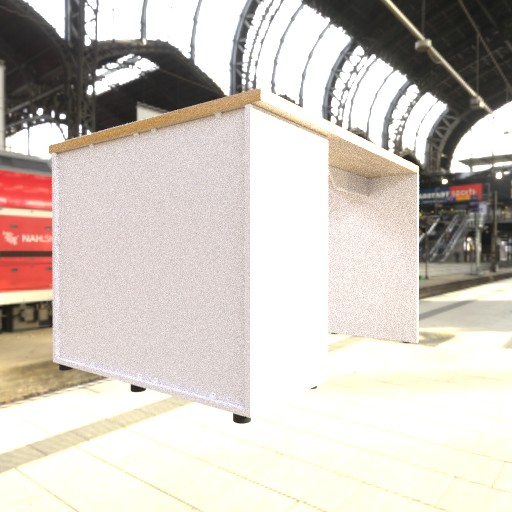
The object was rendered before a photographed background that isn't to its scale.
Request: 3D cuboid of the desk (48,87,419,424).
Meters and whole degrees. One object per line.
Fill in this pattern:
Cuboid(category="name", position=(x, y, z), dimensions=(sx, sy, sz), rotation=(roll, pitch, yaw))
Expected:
Cuboid(category="desk", position=(0.000, 0.000, 1.716), dimensions=(0.900, 0.760, 1.170), rotation=(0, 1, 37))
